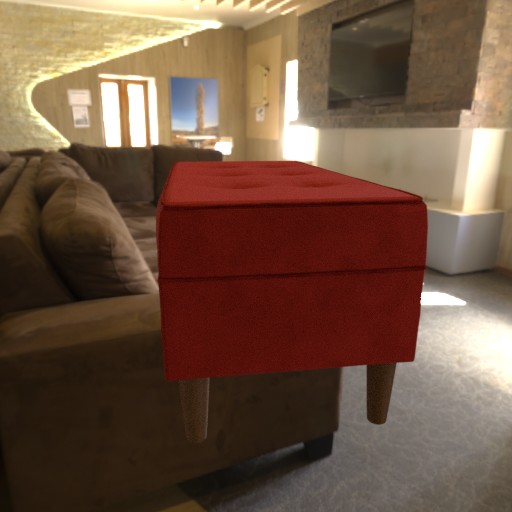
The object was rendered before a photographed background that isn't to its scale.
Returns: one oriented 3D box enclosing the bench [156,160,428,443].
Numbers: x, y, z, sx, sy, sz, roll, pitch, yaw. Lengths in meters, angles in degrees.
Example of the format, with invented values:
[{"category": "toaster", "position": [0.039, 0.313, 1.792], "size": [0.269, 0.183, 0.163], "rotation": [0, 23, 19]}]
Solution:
[{"category": "bench", "position": [0.000, 0.000, 1.275], "size": [0.492, 0.471, 1.016], "rotation": [-2, 16, -8]}]
